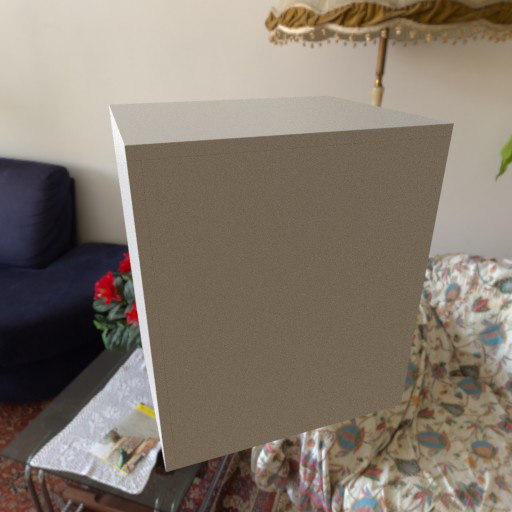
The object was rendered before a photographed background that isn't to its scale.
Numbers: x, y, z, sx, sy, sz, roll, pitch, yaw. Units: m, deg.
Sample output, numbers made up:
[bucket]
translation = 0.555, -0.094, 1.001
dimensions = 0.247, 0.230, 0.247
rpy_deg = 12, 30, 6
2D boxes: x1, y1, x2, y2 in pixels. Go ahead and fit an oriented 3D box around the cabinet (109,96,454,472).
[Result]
[cabinet]
translation = 0.000, 0.000, 0.751
dimensions = 0.400, 0.470, 0.360
rpy_deg = -9, 27, -17
